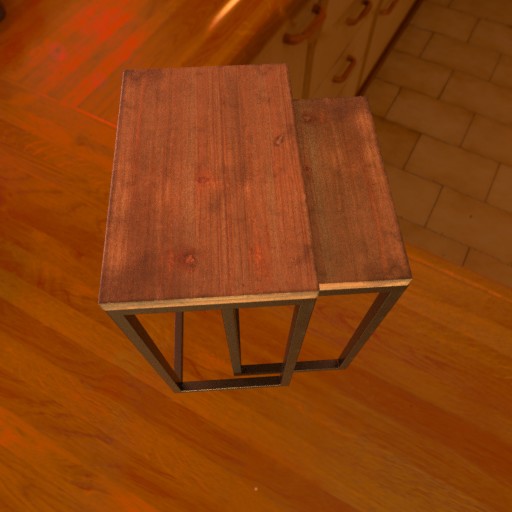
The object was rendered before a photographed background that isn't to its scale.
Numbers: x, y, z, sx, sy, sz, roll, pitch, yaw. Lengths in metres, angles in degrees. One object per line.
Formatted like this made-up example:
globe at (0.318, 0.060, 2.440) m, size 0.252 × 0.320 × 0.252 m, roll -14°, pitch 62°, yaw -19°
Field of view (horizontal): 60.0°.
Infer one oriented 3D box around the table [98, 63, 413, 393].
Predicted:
table at (0.000, 0.000, 0.959) m, size 0.460 × 0.615 × 0.456 m, roll -1°, pitch 62°, yaw -1°
